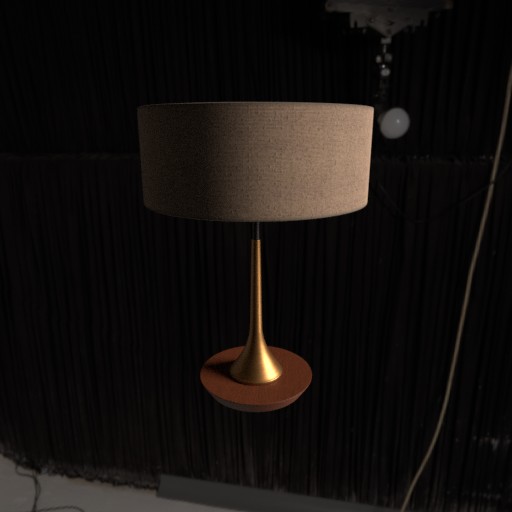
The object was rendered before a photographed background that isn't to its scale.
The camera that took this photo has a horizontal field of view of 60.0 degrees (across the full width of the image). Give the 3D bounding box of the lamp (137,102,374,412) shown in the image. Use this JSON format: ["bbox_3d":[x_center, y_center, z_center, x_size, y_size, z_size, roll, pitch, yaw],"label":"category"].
[{"bbox_3d":[0.000,0.000,0.842,0.396,0.551,0.417,3,16,10],"label":"lamp"}]
